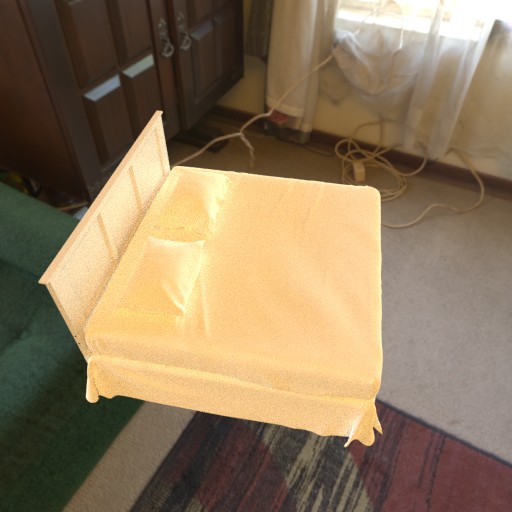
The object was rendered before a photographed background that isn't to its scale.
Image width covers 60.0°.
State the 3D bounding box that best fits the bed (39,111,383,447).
[{"bbox_3d":[0.000,0.000,3.551,2.215,1.273,2.317,8,47,7],"label":"bed"}]
